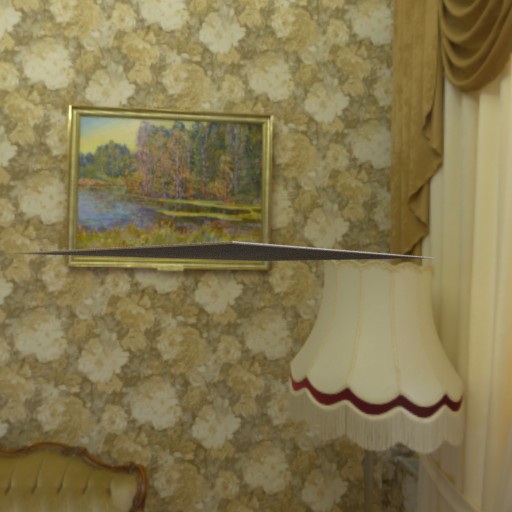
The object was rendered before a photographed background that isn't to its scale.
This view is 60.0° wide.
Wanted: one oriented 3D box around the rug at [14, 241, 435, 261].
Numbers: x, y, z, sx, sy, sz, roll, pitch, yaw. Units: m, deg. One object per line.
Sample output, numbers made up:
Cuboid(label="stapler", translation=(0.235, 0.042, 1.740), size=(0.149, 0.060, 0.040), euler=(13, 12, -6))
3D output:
Cuboid(label="rug", translation=(0.000, 0.000, 3.596), size=(1.981, 0.006, 2.895), euler=(-1, -2, 38))
